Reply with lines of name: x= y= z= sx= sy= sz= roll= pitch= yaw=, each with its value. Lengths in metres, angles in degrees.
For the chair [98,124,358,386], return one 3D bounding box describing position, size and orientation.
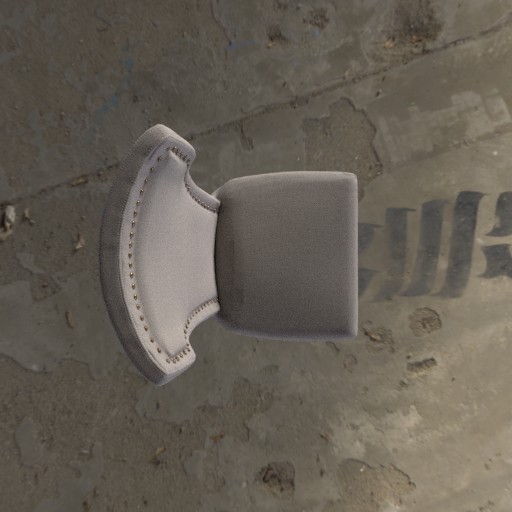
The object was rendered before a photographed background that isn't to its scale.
chair: x=0.000 y=0.000 z=1.318 sx=0.630 sy=0.950 sz=0.526 roll=0 pitch=90 yaw=-1
